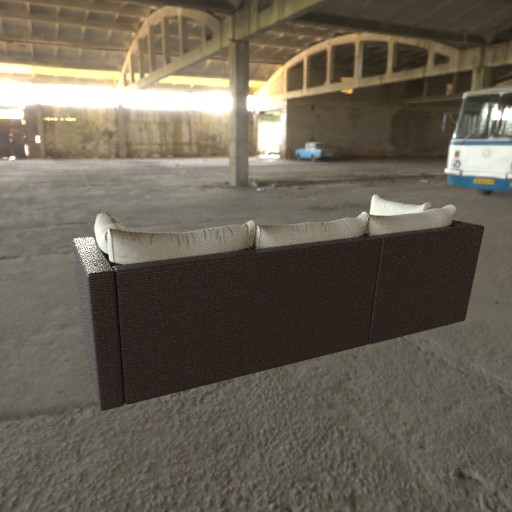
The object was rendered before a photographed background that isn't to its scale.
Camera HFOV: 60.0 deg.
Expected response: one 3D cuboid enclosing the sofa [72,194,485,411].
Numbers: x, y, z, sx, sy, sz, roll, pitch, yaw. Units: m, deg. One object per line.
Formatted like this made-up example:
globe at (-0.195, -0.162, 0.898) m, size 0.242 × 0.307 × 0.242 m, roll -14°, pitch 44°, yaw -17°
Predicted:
sofa at (0.000, 0.000, 2.880) m, size 2.192 × 0.766 × 1.612 m, roll -7°, pitch 16°, yaw -25°
